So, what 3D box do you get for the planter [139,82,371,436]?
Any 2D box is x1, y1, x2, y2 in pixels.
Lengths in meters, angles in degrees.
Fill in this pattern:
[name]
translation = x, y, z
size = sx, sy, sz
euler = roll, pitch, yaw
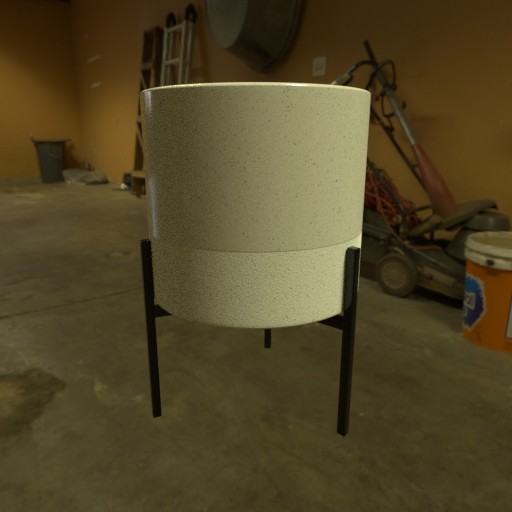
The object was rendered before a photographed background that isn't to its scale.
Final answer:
[planter]
translation = 0.000, 0.000, 0.334
size = 0.152, 0.230, 0.159
euler = 2, 16, 9
